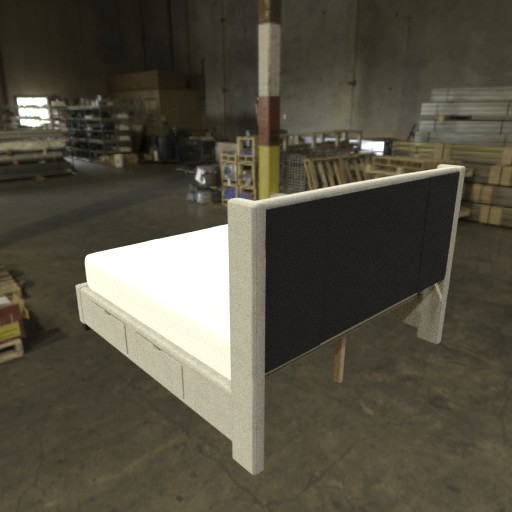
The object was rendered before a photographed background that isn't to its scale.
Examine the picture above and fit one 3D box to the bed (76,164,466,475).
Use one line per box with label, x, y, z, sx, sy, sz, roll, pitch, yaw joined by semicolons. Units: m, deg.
bed;0.000;0.000;3.603;2.140;1.470;2.280;-16;24;-40
